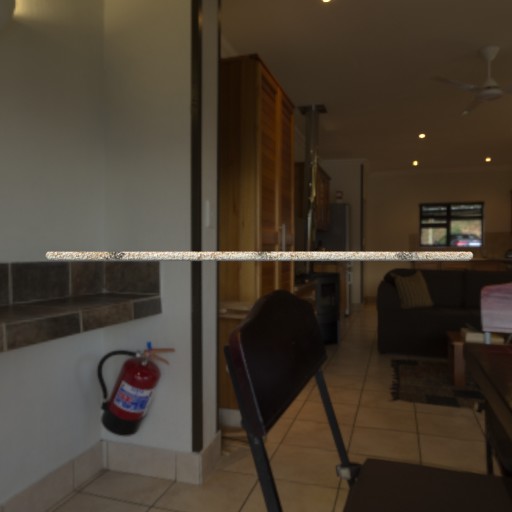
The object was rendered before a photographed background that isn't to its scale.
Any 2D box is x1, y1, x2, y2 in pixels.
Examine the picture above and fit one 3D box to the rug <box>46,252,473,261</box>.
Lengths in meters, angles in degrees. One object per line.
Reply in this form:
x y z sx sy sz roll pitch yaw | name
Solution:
0.000 0.000 2.027 1.200 0.025 1.600 0 0 -1 | rug
